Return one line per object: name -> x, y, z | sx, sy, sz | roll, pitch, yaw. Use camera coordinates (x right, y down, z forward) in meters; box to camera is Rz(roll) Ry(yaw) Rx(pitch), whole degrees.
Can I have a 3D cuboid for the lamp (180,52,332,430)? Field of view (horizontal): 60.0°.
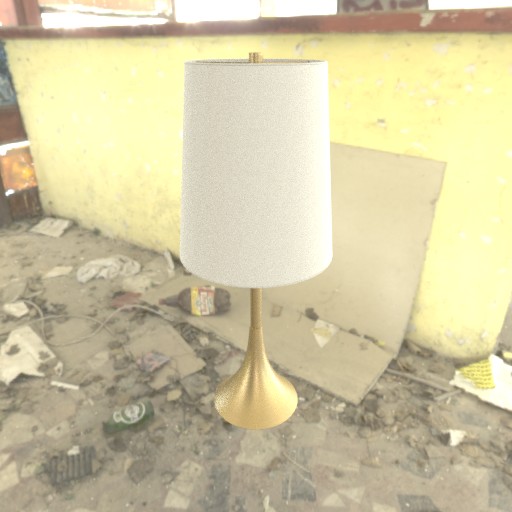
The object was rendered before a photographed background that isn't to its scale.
lamp -> 0.000, 0.000, 0.682 | 0.231, 0.569, 0.231 | 0, 26, 0
